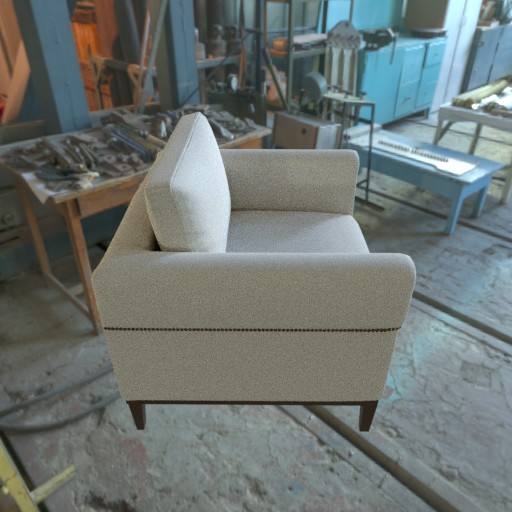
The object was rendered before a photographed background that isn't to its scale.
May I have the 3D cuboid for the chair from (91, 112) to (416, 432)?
[{"bbox_3d":[0.000,0.000,1.710,0.896,0.915,0.982,0,33,0],"label":"chair"}]
